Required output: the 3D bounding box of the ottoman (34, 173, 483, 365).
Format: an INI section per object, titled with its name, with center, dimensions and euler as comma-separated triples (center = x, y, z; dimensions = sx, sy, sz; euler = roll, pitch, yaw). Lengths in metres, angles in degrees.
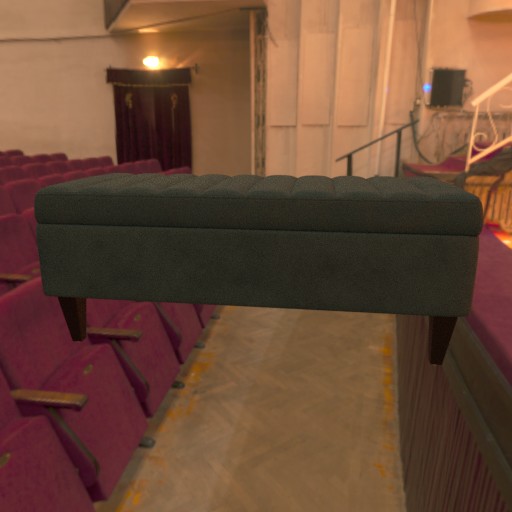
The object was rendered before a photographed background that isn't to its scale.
[ottoman]
center = 0.000, 0.000, 1.374
dimensions = 1.151, 0.469, 0.482
euler = 2, 16, 7
